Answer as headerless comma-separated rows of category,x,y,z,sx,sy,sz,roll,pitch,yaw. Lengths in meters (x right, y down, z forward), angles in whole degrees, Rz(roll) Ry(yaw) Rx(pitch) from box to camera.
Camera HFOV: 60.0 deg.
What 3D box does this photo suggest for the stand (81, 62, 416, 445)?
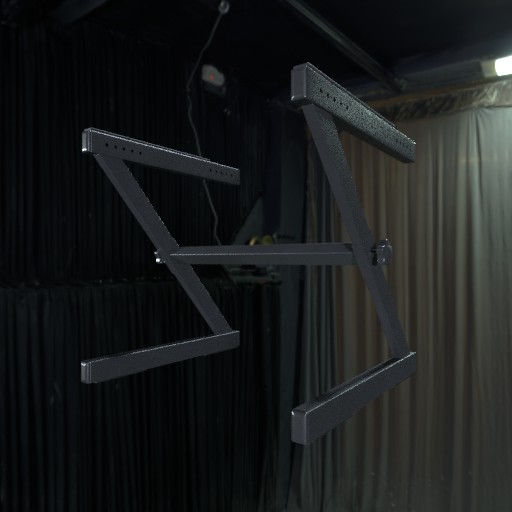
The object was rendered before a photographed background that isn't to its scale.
stand,0.000,0.000,1.124,0.700,0.617,0.586,0,-1,36
